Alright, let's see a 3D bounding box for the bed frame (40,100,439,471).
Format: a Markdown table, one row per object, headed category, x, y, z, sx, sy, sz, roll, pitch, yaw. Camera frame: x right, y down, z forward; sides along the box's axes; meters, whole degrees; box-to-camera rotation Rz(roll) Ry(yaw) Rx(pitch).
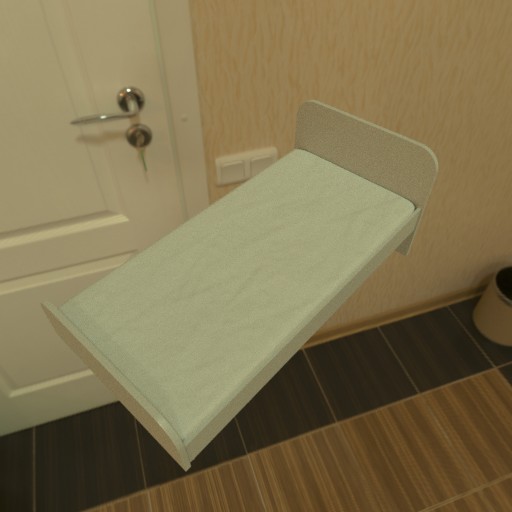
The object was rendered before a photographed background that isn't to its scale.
| category | x | y | z | sx | sy | sz | roll | pitch | yaw |
| --- | --- | --- | --- | --- | --- | --- | --- | --- | --- |
| bed frame | 0.000 | 0.000 | 2.435 | 0.998 | 0.805 | 1.963 | 33 | 55 | 27 |
